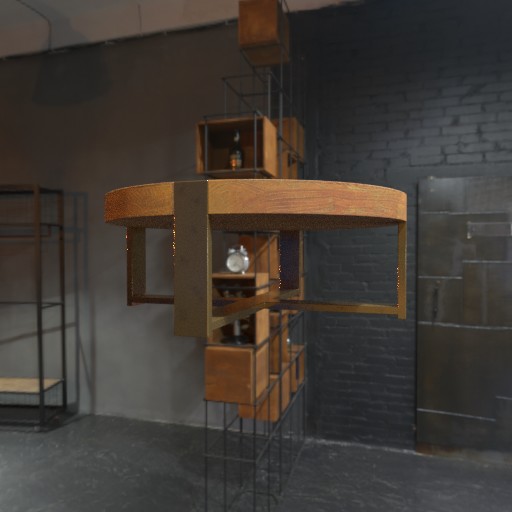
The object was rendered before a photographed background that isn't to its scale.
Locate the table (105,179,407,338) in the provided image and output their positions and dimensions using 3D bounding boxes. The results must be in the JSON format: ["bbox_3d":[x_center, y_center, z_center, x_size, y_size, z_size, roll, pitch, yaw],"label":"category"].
[{"bbox_3d":[0.000,0.000,1.713,1.100,0.420,1.100,0,1,0],"label":"table"}]
